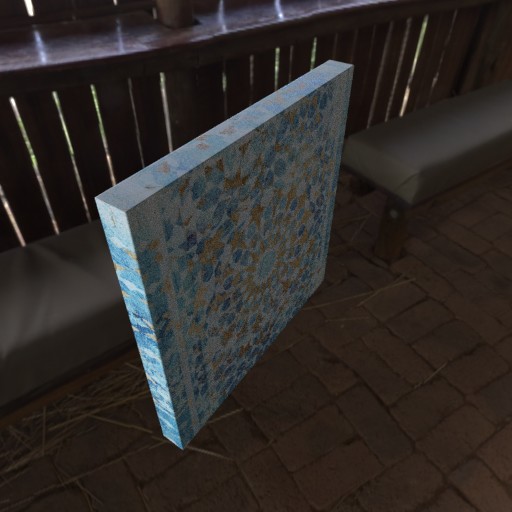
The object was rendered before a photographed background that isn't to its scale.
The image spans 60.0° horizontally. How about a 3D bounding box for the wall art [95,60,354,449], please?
[{"bbox_3d":[0.000,0.000,0.610,0.037,0.405,0.405,25,47,25],"label":"wall art"}]
